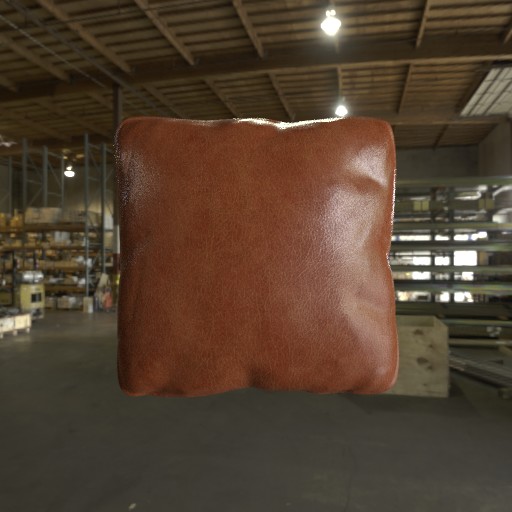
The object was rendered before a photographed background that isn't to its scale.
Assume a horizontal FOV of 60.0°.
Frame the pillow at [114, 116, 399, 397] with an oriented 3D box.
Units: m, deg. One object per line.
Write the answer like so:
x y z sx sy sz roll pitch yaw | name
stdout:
0.000 0.000 0.822 0.532 0.523 0.236 0 -1 0 | pillow
